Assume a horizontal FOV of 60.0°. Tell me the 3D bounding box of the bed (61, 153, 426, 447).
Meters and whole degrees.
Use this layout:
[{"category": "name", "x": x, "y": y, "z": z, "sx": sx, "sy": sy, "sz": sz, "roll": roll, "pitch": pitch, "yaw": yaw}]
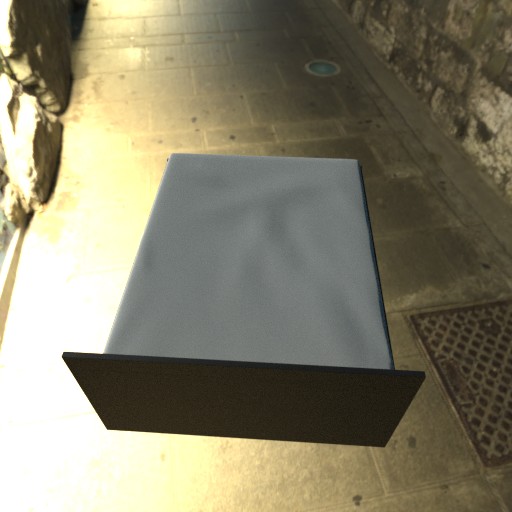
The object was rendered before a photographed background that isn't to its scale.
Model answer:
[{"category": "bed", "x": 0.000, "y": 0.000, "z": 2.915, "sx": 1.585, "sy": 0.823, "sz": 2.073, "roll": 3, "pitch": 47, "yaw": 2}]
